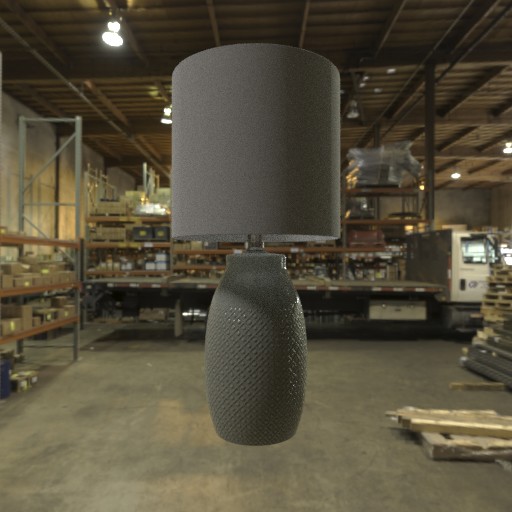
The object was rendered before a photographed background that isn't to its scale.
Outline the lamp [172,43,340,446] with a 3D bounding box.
[{"bbox_3d":[0.000,0.000,0.580,0.217,0.453,0.217,0,0,0],"label":"lamp"}]
